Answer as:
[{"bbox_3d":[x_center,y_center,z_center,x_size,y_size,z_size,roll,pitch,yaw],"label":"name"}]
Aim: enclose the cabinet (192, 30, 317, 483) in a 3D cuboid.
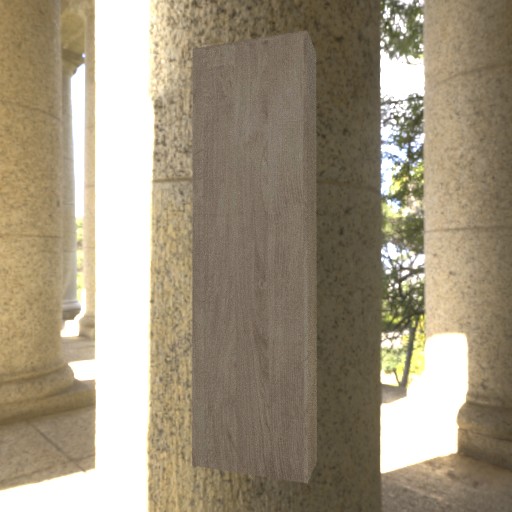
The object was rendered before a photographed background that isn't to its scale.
[{"bbox_3d":[0.000,0.000,1.936,0.500,1.790,0.230,0,-1,18],"label":"cabinet"}]
